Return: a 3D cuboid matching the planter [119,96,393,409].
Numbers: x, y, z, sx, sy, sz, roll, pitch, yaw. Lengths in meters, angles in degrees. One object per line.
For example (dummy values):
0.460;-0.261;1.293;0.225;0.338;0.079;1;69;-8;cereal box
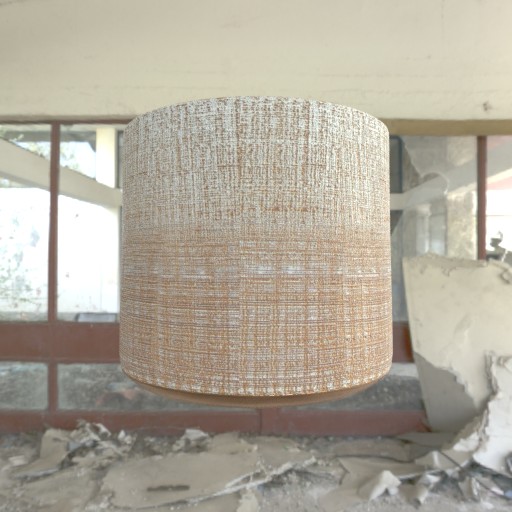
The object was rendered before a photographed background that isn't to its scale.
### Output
0.000;0.000;0.185;0.109;0.096;0.109;0;-1;0;planter
